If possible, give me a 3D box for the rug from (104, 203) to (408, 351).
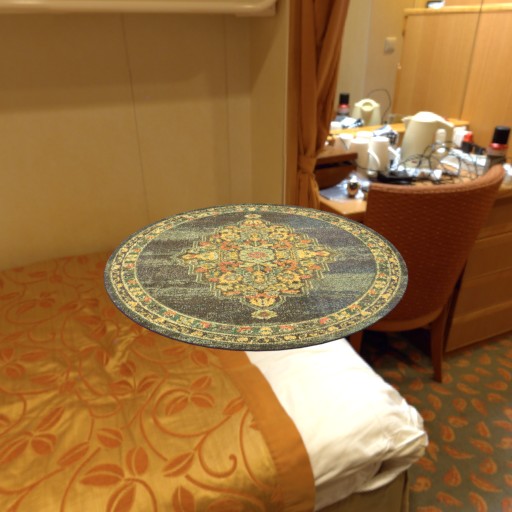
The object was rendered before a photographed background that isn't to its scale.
[{"bbox_3d":[0.000,0.000,3.629,2.386,0.014,2.386,0,28,0],"label":"rug"}]
